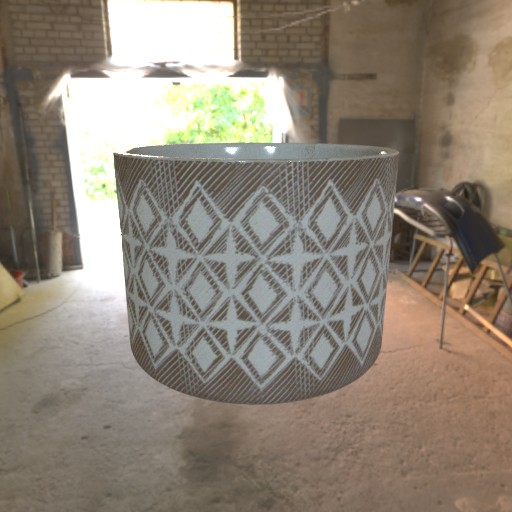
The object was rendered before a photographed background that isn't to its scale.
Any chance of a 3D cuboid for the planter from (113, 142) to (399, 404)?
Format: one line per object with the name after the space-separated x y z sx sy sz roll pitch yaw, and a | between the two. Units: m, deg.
0.000 0.000 0.220 0.126 0.104 0.126 0 17 0 | planter
